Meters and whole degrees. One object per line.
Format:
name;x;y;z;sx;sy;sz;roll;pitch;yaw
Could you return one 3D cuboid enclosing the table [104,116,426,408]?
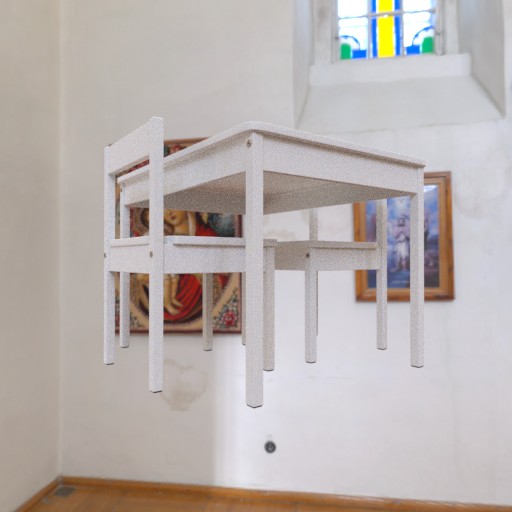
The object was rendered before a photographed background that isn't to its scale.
table;0.000;0.000;1.115;0.672;0.503;0.650;0;-1;-36
